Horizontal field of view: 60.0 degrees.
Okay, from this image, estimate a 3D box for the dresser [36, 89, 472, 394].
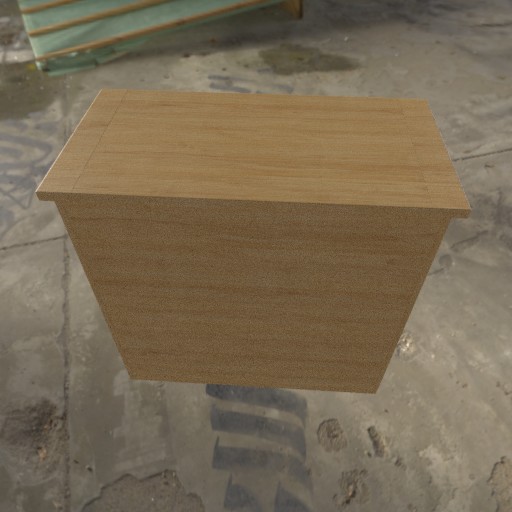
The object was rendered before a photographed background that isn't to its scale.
[{"bbox_3d":[0.000,0.000,1.215,0.800,0.730,0.410,3,47,3],"label":"dresser"}]
